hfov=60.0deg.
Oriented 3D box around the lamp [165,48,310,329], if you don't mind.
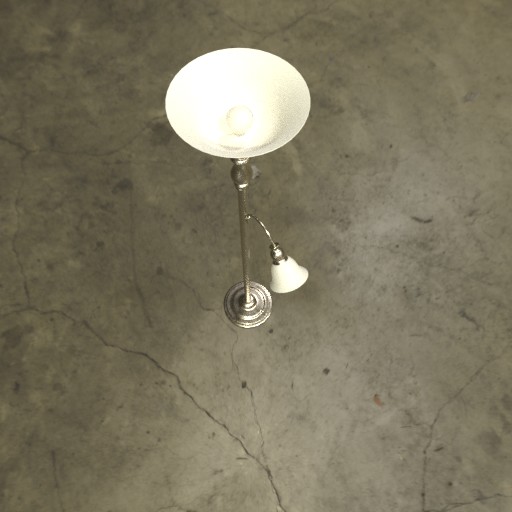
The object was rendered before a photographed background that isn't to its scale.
[{"bbox_3d":[0.000,0.000,2.020,0.405,1.785,0.575,-34,69,-15],"label":"lamp"}]
